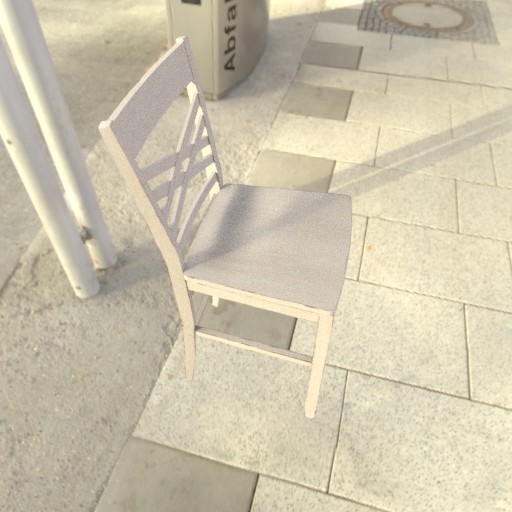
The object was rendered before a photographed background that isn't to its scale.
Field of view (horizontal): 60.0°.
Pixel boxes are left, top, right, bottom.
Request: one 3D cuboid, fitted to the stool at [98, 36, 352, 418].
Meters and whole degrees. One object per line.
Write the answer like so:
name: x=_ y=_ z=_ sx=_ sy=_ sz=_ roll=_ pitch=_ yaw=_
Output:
stool: x=0.000 y=0.000 z=1.349 sx=0.539 sy=1.079 sz=0.462 roll=10 pitch=48 yaw=9
